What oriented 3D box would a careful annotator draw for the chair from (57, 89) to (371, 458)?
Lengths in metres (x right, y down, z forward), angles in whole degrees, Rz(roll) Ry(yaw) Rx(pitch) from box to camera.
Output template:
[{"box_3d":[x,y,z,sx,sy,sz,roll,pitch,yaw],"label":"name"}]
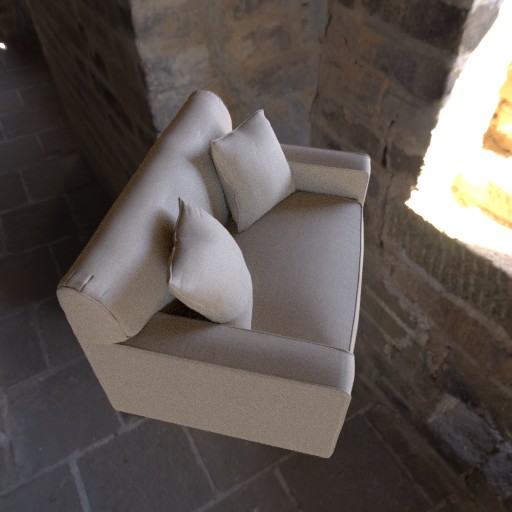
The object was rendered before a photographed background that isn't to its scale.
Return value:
[{"box_3d":[0.000,0.000,2.041,1.000,0.948,1.383,9,47,9],"label":"chair"}]
